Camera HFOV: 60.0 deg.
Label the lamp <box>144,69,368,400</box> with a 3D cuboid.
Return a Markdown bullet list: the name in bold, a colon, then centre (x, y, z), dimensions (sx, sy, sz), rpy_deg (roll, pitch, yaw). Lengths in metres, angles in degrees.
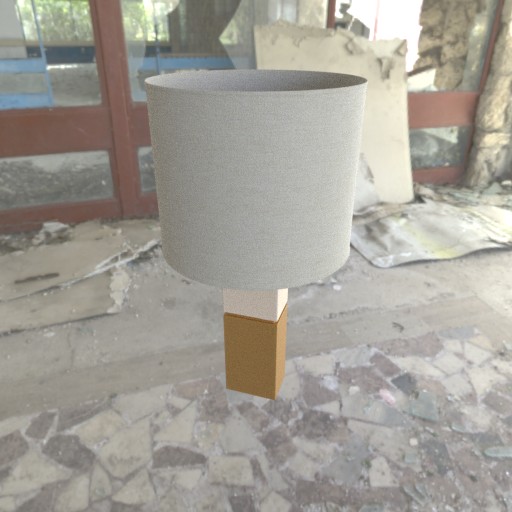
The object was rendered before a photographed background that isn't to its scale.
- **lamp**: centre (0.000, 0.000, 0.558), dimensions (0.229, 0.417, 0.229), rpy_deg (8, 28, 16)
